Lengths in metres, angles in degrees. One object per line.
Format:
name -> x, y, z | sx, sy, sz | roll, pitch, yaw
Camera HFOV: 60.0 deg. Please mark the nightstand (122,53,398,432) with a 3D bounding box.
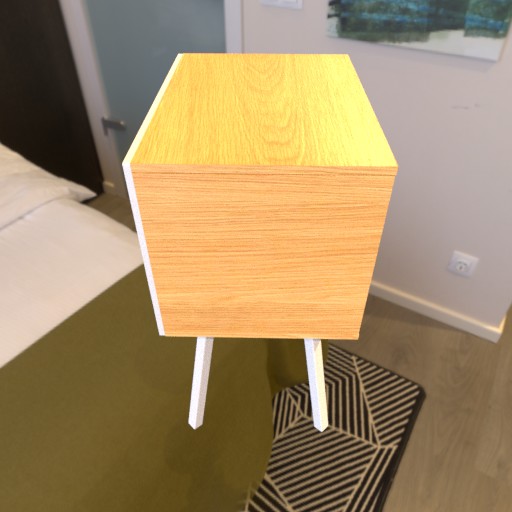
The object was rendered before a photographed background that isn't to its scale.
nightstand -> 0.000, 0.000, 0.828 | 0.316, 0.601, 0.400 | 1, 40, 1
